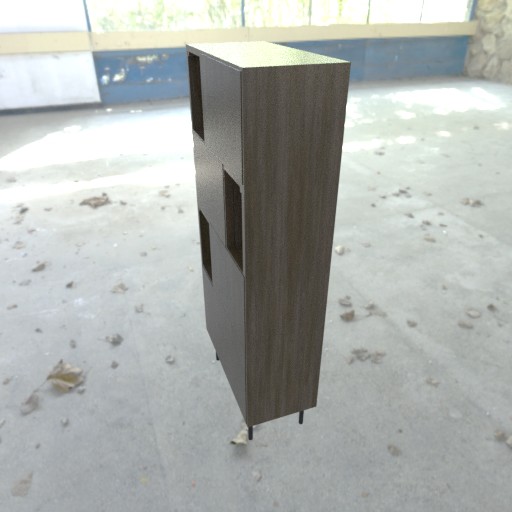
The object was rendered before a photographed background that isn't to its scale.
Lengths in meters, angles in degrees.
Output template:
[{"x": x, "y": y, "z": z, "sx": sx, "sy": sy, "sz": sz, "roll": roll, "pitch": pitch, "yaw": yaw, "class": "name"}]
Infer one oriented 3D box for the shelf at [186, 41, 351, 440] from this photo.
[{"x": 0.000, "y": 0.000, "z": 1.835, "sx": 0.323, "sy": 1.545, "sz": 0.670, "roll": -11, "pitch": 32, "yaw": -17, "class": "shelf"}]
